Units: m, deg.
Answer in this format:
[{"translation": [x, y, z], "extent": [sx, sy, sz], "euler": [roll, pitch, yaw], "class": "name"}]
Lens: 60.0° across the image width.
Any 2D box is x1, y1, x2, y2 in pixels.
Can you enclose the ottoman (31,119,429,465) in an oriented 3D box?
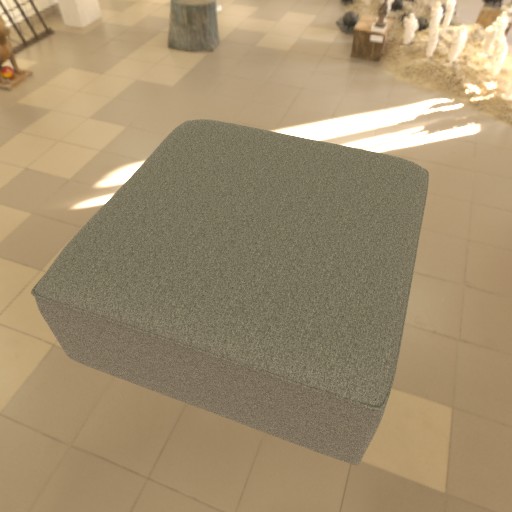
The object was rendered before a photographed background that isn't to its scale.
[{"translation": [0.000, 0.000, 1.559], "extent": [1.015, 0.464, 1.005], "euler": [15, 49, 14], "class": "ottoman"}]
